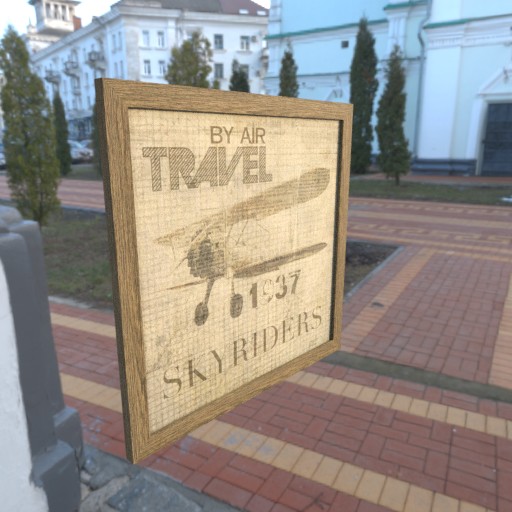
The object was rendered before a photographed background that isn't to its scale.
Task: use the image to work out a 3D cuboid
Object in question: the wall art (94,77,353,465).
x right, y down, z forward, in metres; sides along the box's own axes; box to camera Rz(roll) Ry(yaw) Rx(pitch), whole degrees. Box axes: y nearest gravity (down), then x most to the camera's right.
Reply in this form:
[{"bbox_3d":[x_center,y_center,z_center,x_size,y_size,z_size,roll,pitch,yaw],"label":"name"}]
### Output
[{"bbox_3d":[0.000,0.000,0.739,0.019,0.508,0.508,14,20,43],"label":"wall art"}]
